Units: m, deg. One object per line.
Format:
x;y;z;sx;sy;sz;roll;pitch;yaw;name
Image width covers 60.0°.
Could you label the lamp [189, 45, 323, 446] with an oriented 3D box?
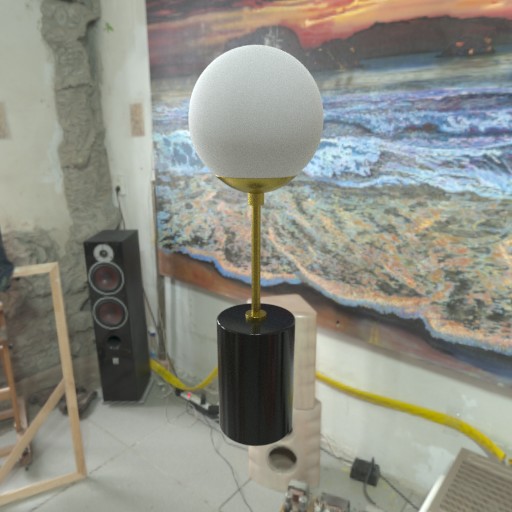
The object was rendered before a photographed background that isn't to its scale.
0.000;0.000;0.553;0.153;0.480;0.153;0;16;0;lamp
